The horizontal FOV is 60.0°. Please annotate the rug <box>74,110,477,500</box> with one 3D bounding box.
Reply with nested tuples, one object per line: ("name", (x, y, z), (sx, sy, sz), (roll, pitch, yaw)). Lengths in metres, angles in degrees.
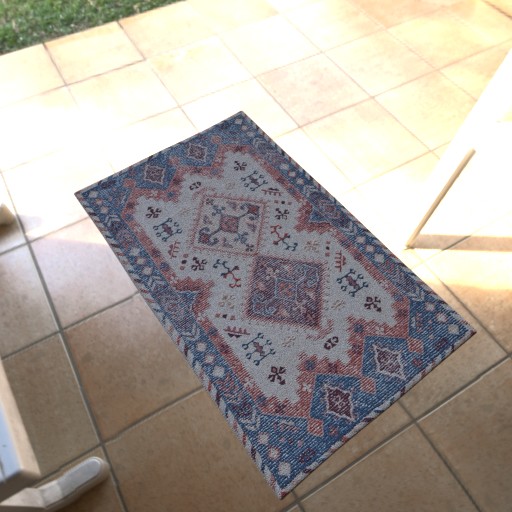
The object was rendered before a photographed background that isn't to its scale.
("rug", (0.000, 0.000, 2.967), (1.521, 0.023, 2.464), (-32, 64, -18))
